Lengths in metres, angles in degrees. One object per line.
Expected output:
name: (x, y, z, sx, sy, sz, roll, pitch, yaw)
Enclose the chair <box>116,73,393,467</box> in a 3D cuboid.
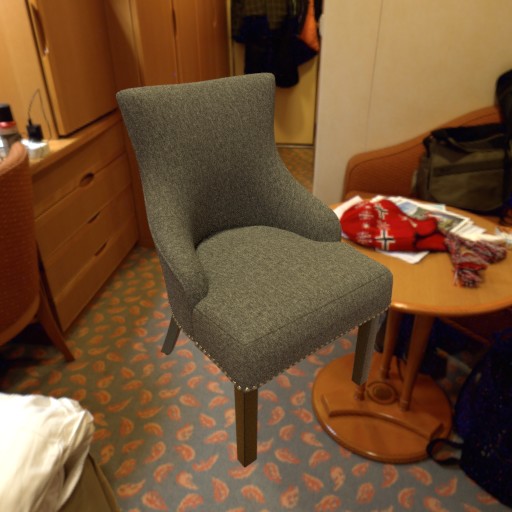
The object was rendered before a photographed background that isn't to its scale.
chair: (0.000, 0.000, 1.295, 0.566, 0.909, 0.629, -22, 37, -32)
